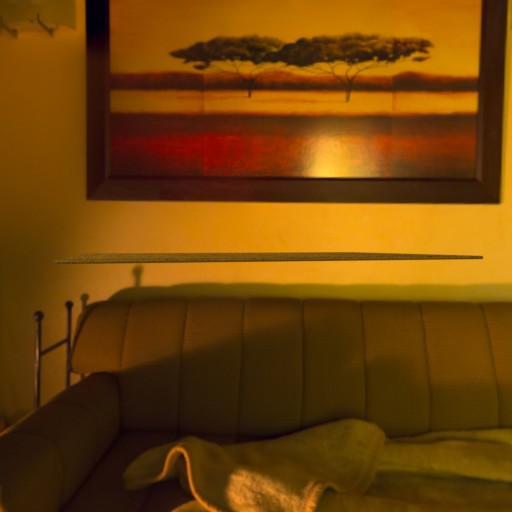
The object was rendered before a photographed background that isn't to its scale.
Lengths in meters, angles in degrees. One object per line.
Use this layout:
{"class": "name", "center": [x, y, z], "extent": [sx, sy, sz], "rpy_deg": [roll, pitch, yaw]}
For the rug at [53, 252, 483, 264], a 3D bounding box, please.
{"class": "rug", "center": [0.000, 0.000, 2.355], "extent": [1.829, 0.016, 1.219], "rpy_deg": [0, 1, -18]}
